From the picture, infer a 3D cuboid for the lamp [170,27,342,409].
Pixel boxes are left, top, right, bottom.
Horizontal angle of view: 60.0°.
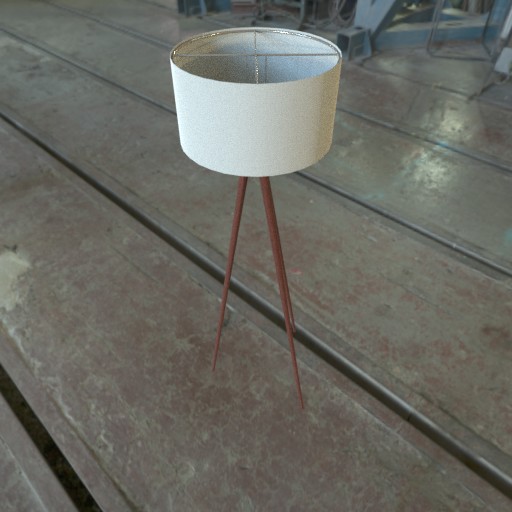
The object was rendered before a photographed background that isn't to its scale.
[{"bbox_3d":[0.000,0.000,1.771,0.483,1.553,0.483,-1,42,-1],"label":"lamp"}]
